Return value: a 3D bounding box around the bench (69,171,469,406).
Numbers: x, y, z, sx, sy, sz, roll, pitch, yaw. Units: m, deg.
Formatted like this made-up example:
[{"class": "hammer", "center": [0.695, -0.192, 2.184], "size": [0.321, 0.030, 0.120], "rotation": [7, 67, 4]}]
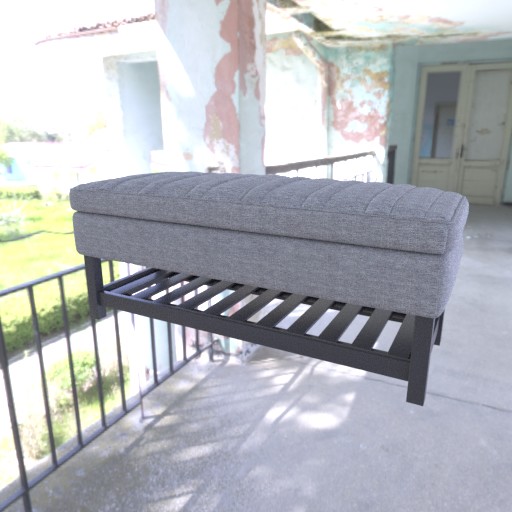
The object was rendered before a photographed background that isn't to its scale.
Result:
[{"class": "bench", "center": [0.000, 0.000, 1.321], "size": [1.100, 0.470, 0.429], "rotation": [8, 18, 27]}]
